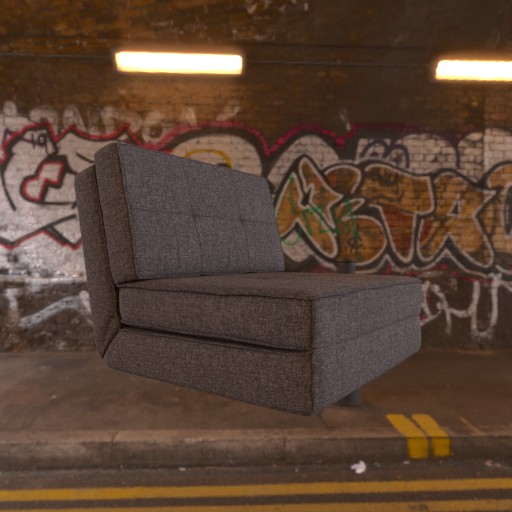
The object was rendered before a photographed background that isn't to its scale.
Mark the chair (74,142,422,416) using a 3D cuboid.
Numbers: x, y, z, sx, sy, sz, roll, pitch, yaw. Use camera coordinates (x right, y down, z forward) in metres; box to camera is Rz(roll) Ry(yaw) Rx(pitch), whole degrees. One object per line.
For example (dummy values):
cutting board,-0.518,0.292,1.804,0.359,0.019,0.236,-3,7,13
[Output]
chair,0.000,0.000,1.337,0.800,0.615,0.740,0,0,36
